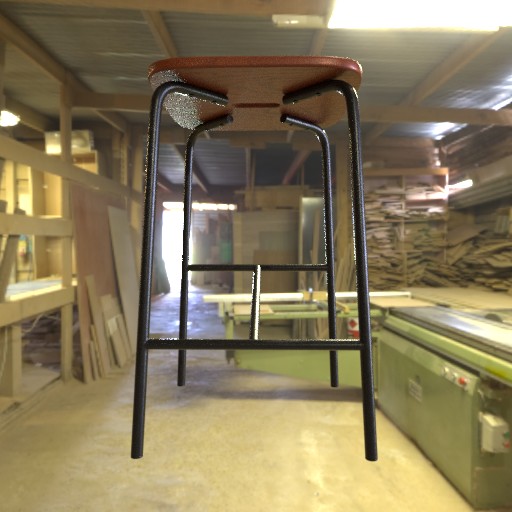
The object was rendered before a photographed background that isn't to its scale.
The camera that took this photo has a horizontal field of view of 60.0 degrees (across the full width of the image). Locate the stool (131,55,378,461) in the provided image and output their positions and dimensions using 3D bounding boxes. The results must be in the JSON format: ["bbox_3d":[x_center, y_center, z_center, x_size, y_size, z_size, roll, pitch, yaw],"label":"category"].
[{"bbox_3d":[0.000,0.000,0.850,0.376,0.610,0.376,0,1,1],"label":"stool"}]
